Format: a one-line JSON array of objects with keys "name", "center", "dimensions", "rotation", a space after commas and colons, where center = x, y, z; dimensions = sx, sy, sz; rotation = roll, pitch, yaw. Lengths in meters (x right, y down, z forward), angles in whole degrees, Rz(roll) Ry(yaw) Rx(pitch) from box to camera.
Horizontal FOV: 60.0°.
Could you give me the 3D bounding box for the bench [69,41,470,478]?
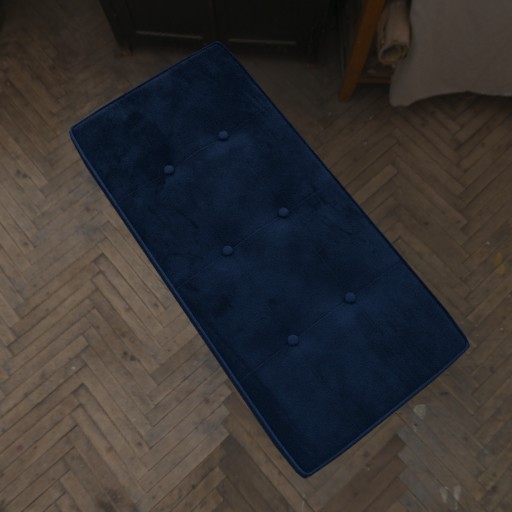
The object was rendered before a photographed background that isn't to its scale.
[{"name": "bench", "center": [0.000, 0.000, 1.255], "dimensions": [0.489, 0.467, 1.010], "rotation": [-35, 77, -9]}]
